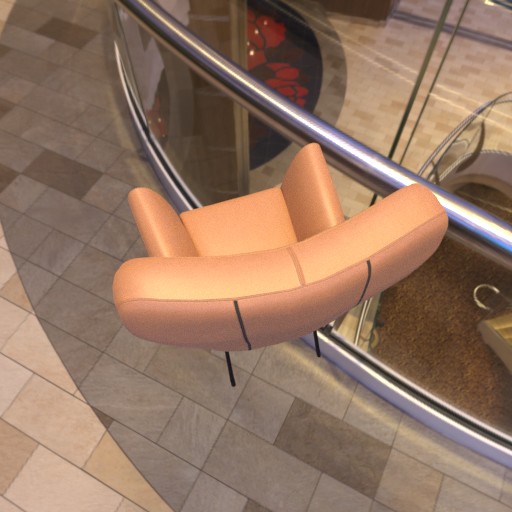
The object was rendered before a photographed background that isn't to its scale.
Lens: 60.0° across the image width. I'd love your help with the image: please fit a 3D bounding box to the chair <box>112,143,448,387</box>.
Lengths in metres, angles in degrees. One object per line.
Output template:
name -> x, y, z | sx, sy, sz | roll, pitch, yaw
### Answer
chair -> 0.000, 0.000, 1.778 | 0.980, 1.050, 0.900 | -16, 61, -9
